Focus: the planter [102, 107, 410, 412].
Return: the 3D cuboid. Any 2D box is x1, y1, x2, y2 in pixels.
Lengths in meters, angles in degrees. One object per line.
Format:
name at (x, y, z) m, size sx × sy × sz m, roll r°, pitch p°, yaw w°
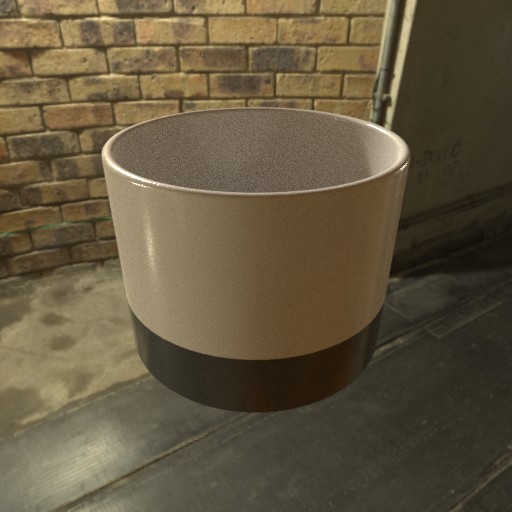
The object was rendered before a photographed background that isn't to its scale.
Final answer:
planter at (0.000, 0.000, 0.332) m, size 0.193 × 0.177 × 0.193 m, roll 0°, pitch 30°, yaw 0°
